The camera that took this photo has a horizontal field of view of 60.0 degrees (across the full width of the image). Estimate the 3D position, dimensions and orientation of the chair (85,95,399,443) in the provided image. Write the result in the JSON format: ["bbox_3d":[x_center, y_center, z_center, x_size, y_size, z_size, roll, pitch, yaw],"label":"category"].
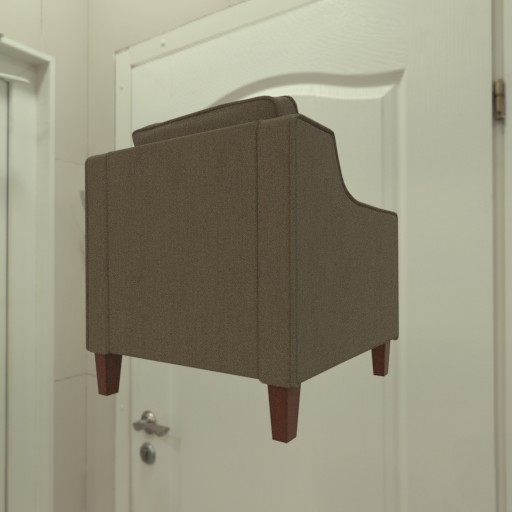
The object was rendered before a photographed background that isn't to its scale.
[{"bbox_3d":[0.000,0.000,1.681,0.831,0.960,0.909,0,-1,34],"label":"chair"}]
